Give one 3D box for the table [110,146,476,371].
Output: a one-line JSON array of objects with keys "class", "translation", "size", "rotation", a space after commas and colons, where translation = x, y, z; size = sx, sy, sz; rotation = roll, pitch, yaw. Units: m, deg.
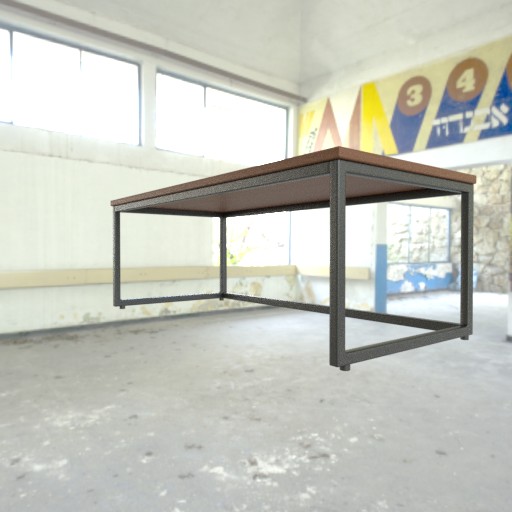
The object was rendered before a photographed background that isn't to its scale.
[{"class": "table", "translation": [0.000, 0.000, 1.358], "size": [0.500, 0.400, 1.100], "rotation": [-1, 1, -38]}]
